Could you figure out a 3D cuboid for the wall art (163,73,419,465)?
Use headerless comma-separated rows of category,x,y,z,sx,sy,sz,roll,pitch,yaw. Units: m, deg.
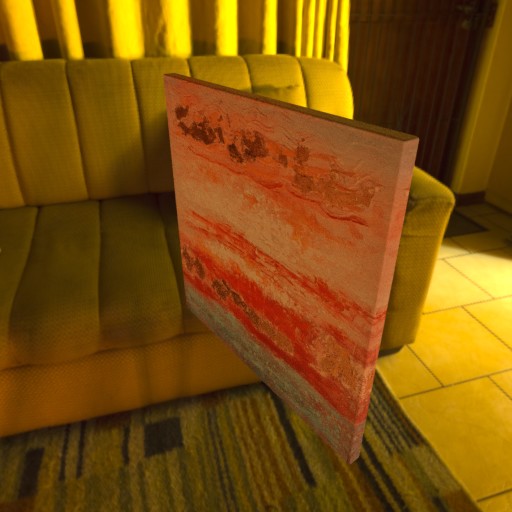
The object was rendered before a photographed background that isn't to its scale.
wall art,0.000,0.000,1.083,0.035,0.747,0.747,-21,37,-31
